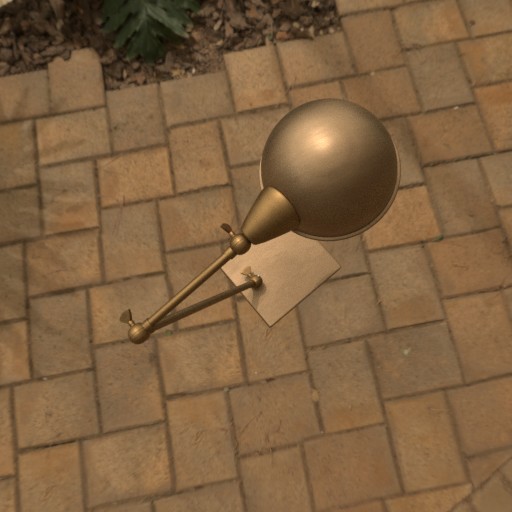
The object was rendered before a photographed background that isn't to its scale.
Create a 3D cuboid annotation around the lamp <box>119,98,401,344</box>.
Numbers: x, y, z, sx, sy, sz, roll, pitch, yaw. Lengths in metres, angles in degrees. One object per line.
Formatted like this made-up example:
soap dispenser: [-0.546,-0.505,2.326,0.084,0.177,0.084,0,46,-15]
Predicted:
lamp: [0.000,0.000,0.558,0.339,0.371,0.149,-39,79,-9]
